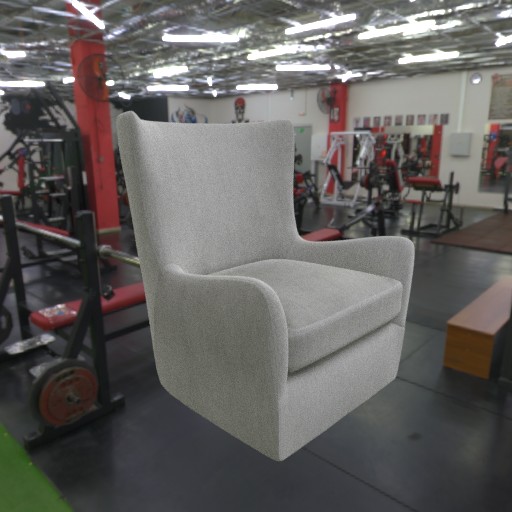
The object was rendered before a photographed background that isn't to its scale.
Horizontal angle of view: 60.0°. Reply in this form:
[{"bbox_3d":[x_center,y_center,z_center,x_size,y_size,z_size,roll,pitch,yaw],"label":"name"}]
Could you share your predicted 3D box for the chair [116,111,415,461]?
[{"bbox_3d":[0.000,0.000,1.631,0.779,1.000,0.904,-14,20,-43],"label":"chair"}]
